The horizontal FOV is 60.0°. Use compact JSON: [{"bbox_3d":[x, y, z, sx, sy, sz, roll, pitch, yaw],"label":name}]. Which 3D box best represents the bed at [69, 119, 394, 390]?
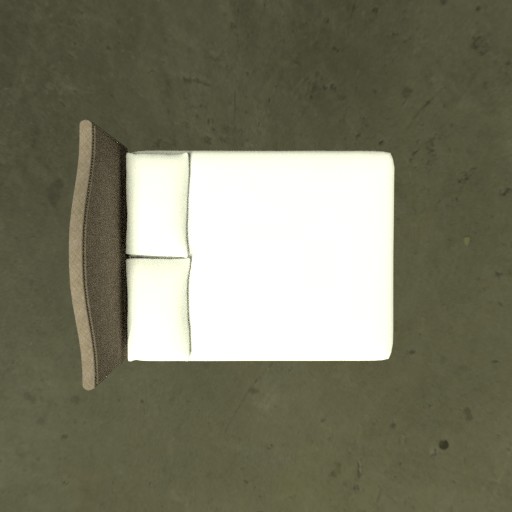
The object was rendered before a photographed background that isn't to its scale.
[{"bbox_3d":[0.000,0.000,3.253,2.153,1.518,1.713,0,92,0],"label":"bed"}]
